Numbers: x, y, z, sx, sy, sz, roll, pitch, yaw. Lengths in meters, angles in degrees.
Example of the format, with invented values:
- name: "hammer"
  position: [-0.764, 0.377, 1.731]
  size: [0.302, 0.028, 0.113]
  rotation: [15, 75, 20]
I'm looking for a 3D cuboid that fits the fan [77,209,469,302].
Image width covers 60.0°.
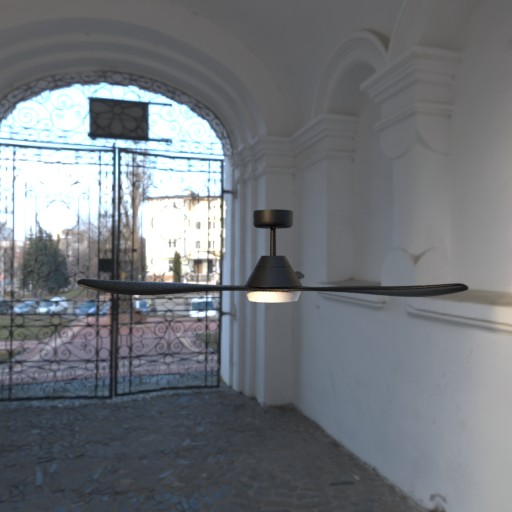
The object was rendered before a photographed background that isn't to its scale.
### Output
- name: "fan"
  position: [0.000, 0.000, 1.624]
  size: [1.067, 0.305, 1.067]
  rotation: [0, 0, 0]
